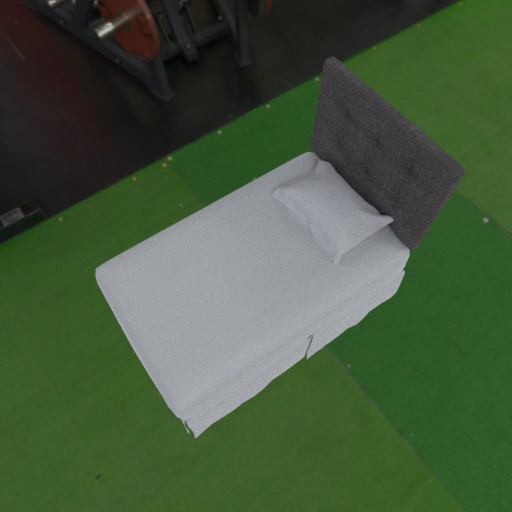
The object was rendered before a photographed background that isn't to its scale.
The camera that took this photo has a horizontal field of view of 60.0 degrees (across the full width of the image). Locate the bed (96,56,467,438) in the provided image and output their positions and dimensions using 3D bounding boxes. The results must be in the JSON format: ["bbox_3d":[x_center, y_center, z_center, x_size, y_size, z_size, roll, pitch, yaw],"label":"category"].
[{"bbox_3d":[0.000,0.000,2.995,1.997,1.571,1.261,-31,66,-16],"label":"bed"}]
